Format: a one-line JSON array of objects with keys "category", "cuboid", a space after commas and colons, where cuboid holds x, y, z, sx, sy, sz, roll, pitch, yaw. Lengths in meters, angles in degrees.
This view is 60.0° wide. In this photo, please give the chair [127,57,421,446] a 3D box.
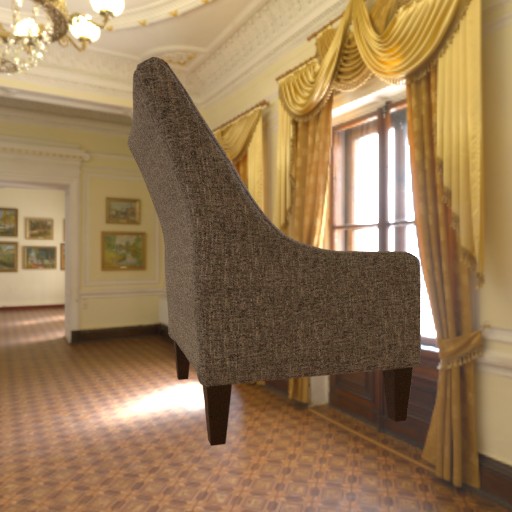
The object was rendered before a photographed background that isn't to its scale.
[{"category": "chair", "cuboid": [0.000, 0.000, 1.586, 0.870, 1.014, 0.774, 0, 0, -17]}]
